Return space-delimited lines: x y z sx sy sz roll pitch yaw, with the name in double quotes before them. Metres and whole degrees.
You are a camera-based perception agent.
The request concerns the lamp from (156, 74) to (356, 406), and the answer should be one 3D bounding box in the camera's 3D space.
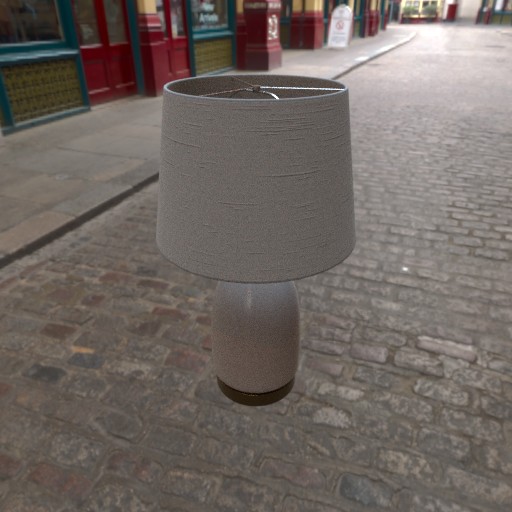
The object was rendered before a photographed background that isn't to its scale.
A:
"lamp" 0.000 0.000 0.664 0.285 0.483 0.285 0 28 0
